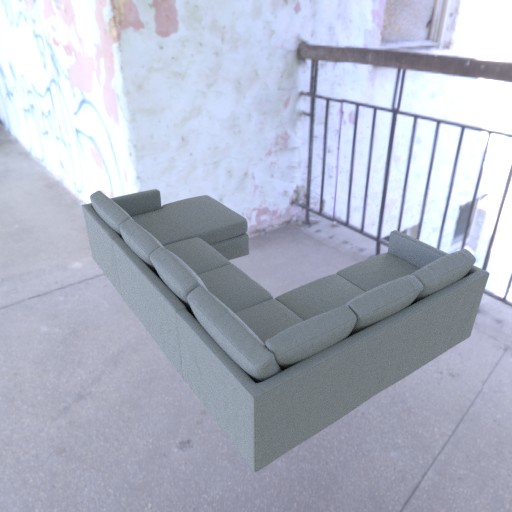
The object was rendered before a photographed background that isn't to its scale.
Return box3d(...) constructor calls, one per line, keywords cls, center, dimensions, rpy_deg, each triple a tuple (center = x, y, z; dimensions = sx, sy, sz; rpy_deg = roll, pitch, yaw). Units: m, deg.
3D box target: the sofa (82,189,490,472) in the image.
box3d(cls="sofa", center=(0.000, 0.000, 4.487), dimensions=(2.427, 0.882, 3.460), rpy_deg=(-19, 35, -30))
